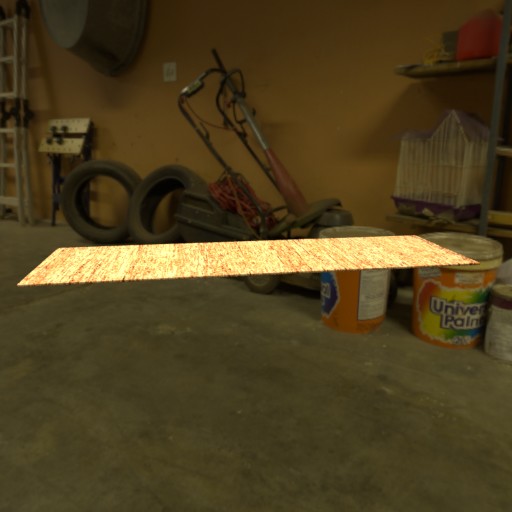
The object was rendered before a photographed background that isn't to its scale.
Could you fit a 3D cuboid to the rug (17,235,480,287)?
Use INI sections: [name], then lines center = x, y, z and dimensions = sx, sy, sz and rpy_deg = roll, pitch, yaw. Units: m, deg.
[rug]
center = 0.000, 0.000, 2.437
dimensions = 2.237, 0.014, 0.680
rpy_deg = -2, 15, -9
